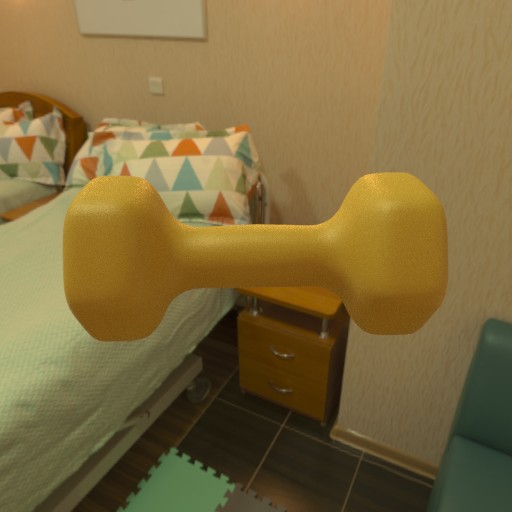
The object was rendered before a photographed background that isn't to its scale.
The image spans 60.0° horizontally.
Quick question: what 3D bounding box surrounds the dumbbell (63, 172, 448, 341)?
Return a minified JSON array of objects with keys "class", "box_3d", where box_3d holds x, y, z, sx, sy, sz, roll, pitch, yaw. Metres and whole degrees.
[{"class":"dumbbell","box_3d":[0.000,0.000,0.241,0.190,0.082,0.090,-1,29,-1]}]
